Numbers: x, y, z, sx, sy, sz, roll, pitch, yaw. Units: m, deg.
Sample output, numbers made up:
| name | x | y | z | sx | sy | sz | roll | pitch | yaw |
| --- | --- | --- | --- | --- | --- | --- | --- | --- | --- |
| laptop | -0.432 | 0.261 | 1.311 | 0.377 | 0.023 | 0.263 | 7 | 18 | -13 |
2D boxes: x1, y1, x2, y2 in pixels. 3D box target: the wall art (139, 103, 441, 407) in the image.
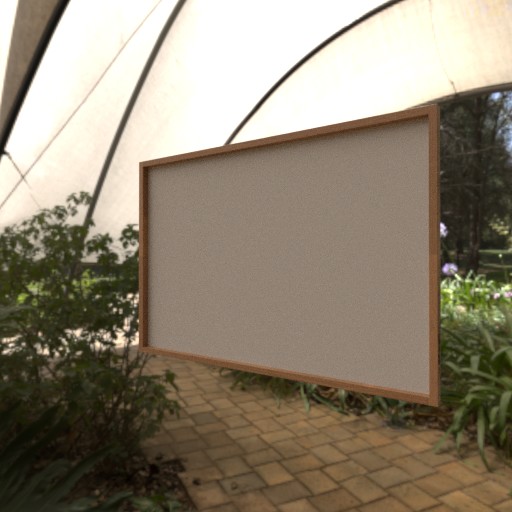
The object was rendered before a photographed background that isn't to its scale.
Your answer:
| name | x | y | z | sx | sy | sz | roll | pitch | yaw |
| --- | --- | --- | --- | --- | --- | --- | --- | --- | --- |
| wall art | 0.000 | 0.000 | 1.163 | 0.914 | 0.607 | 0.023 | 0 | -1 | 36 |
